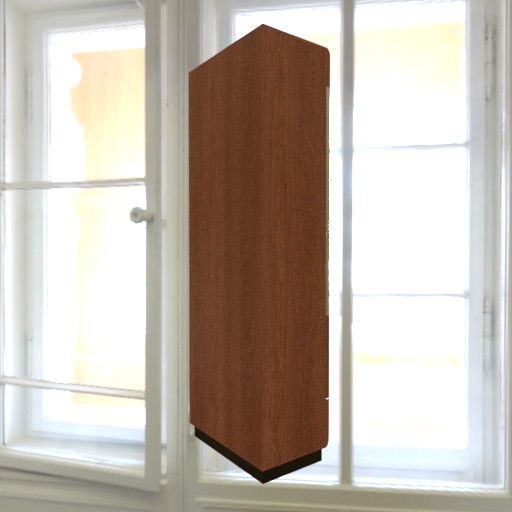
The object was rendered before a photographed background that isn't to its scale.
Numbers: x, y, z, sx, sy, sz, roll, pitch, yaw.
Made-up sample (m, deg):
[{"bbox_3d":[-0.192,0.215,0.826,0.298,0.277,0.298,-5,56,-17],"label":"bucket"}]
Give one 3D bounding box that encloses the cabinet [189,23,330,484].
[{"bbox_3d":[0.000,0.000,2.280,0.420,1.980,0.660,-1,1,-37],"label":"cabinet"}]
